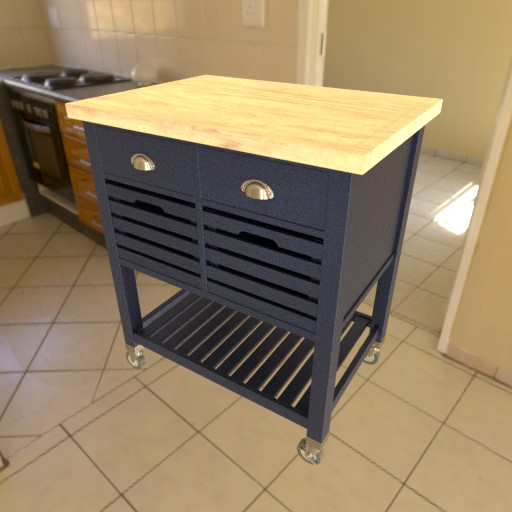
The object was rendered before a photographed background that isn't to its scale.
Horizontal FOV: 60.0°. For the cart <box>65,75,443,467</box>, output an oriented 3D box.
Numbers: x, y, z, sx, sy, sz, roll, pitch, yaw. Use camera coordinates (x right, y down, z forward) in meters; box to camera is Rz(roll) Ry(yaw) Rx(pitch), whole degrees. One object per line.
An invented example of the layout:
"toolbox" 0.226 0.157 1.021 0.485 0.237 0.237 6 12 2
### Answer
"cart" 0.000 0.000 1.369 0.797 0.920 0.567 18 35 28
